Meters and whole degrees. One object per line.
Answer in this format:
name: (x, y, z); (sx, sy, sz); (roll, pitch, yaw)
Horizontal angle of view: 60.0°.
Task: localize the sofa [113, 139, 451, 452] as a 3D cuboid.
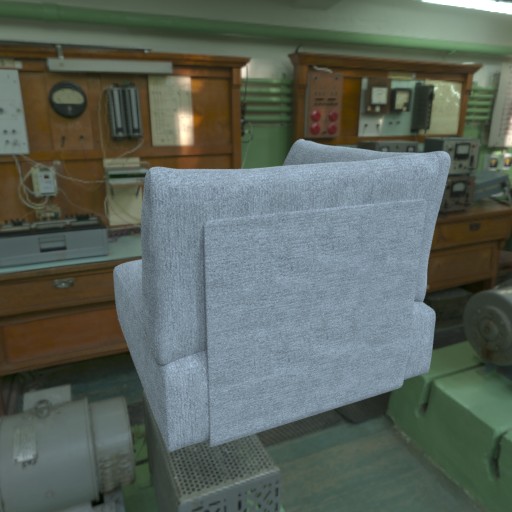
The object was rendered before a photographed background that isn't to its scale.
sofa: (0.000, 0.000, 1.710); (1.000, 0.820, 1.000); (-8, 19, -23)
